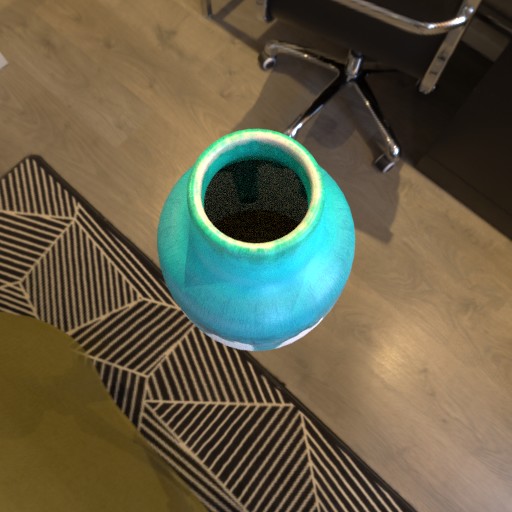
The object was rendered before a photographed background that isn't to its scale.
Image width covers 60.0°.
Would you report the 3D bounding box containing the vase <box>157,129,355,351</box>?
[{"bbox_3d":[0.000,0.000,0.260,0.106,0.192,0.106,0,74,0],"label":"vase"}]
